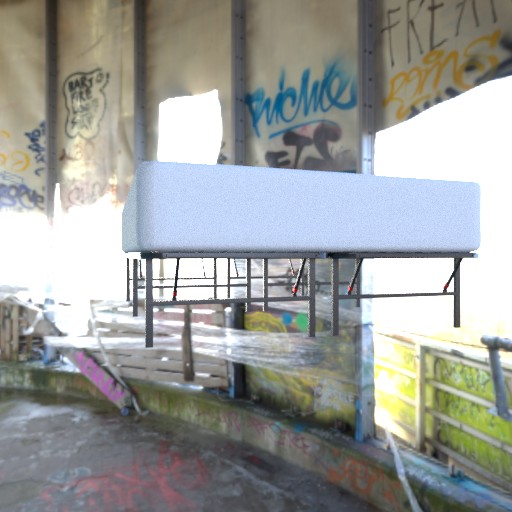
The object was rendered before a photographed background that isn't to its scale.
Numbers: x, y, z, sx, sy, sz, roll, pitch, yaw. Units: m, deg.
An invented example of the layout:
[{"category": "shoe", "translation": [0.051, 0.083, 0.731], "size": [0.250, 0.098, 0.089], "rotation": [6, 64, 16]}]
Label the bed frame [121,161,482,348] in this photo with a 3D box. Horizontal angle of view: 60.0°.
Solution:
[{"category": "bed frame", "translation": [0.000, 0.000, 2.708], "size": [1.528, 0.677, 2.037], "rotation": [0, 0, -19]}]
